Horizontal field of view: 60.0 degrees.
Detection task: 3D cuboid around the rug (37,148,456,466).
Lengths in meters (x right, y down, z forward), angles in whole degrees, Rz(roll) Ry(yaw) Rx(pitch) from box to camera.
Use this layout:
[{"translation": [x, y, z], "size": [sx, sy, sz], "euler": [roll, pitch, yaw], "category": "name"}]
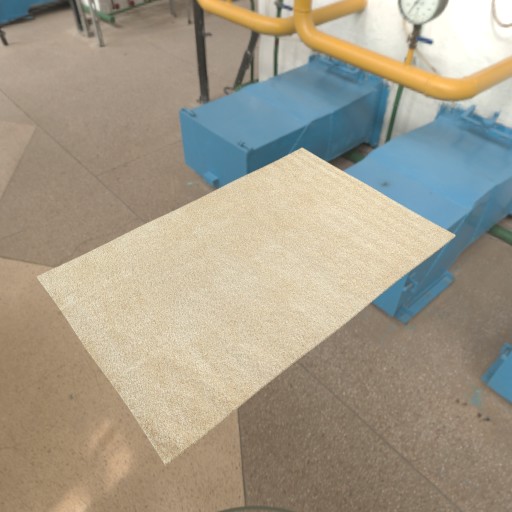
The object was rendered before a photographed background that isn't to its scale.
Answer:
[{"translation": [0.000, 0.000, 2.929], "size": [2.346, 0.025, 1.500], "euler": [-31, 53, -27], "category": "rug"}]
